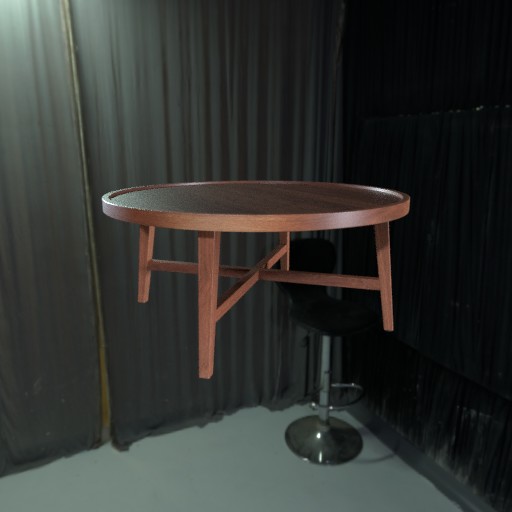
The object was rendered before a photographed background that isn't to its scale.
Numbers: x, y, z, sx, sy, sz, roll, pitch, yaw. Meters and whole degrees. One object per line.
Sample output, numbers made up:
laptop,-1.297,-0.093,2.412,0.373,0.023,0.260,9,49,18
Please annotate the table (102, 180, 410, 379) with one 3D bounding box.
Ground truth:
table,0.000,0.000,1.259,0.800,0.360,0.800,0,14,0
